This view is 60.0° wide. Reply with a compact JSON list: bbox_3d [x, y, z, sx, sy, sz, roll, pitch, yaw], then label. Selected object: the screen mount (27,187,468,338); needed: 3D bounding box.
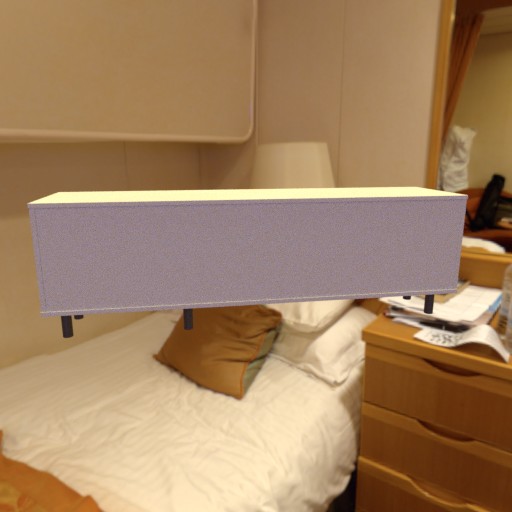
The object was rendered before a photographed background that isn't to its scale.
[{"bbox_3d":[0.000,0.000,1.852,1.600,0.520,0.418,-2,14,-9],"label":"screen mount"}]
